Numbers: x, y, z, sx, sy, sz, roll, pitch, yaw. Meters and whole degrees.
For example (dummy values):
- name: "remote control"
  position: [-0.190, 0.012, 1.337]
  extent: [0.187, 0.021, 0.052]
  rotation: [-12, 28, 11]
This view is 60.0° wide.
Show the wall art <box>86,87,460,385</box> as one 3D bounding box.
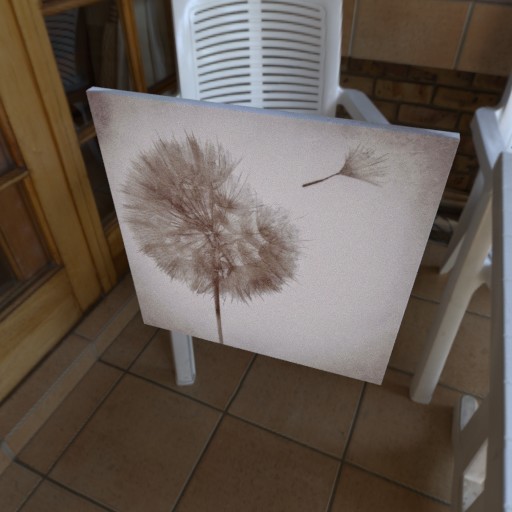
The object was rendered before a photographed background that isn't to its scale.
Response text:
- name: "wall art"
  position: [0.000, 0.000, 1.126]
  extent: [0.762, 0.762, 0.027]
  rotation: [12, 42, 13]
